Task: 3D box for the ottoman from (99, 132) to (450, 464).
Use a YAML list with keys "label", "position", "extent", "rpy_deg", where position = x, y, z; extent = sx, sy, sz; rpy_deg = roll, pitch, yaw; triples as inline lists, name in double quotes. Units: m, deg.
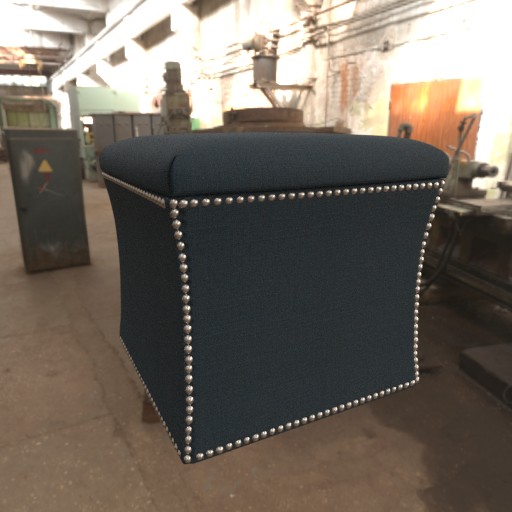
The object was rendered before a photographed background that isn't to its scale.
- label: "ottoman"
  position: [0.000, 0.000, 0.881]
  extent: [0.507, 0.475, 0.497]
  rpy_deg: [-8, 17, -26]
